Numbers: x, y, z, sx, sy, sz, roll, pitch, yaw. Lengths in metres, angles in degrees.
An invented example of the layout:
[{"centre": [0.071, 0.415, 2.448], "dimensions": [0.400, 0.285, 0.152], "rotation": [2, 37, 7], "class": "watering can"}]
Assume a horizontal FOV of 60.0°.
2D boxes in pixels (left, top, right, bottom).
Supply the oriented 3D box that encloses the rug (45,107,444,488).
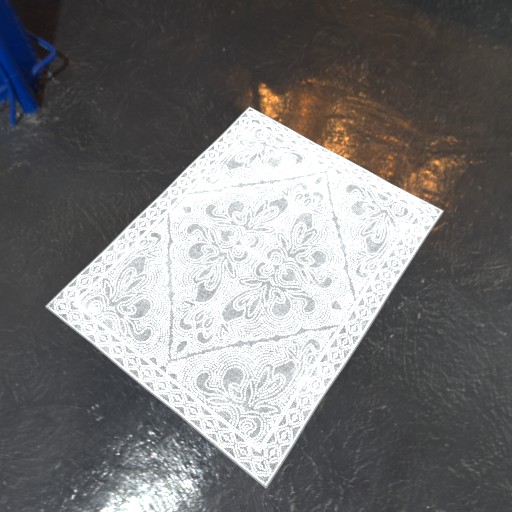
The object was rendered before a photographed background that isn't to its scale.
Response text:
[{"centre": [0.000, 0.000, 4.162], "dimensions": [2.438, 0.012, 3.048], "rotation": [33, 67, 16], "class": "rug"}]
